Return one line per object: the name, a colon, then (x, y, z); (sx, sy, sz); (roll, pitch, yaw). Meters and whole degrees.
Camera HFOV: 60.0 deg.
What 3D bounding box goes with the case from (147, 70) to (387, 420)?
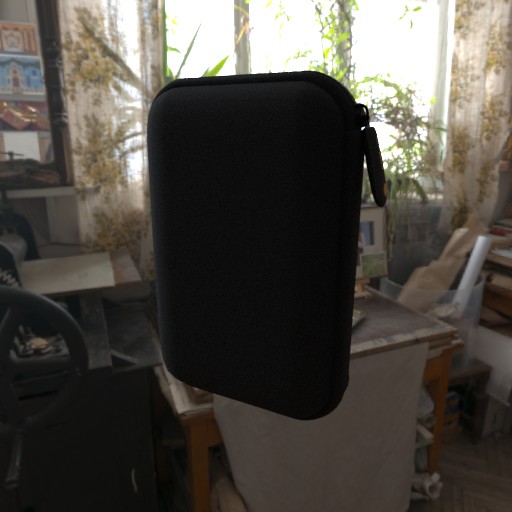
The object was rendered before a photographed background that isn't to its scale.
case: (0.000, 0.000, 0.193); (0.107, 0.147, 0.030); (8, 18, 26)
